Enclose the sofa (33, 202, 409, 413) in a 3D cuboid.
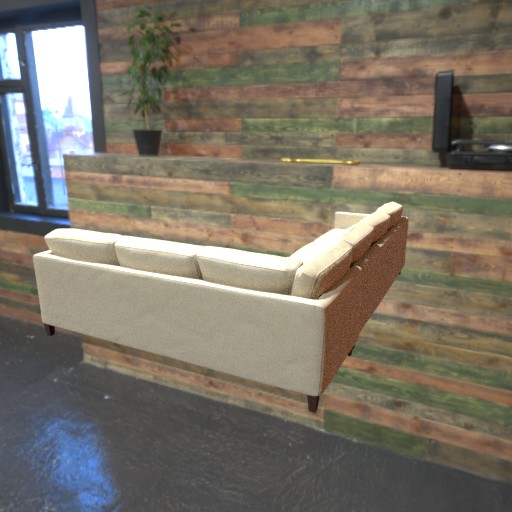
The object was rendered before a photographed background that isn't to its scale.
[{"bbox_3d":[0.000,0.000,4.604,2.593,0.947,3.302,8,17,26],"label":"sofa"}]
